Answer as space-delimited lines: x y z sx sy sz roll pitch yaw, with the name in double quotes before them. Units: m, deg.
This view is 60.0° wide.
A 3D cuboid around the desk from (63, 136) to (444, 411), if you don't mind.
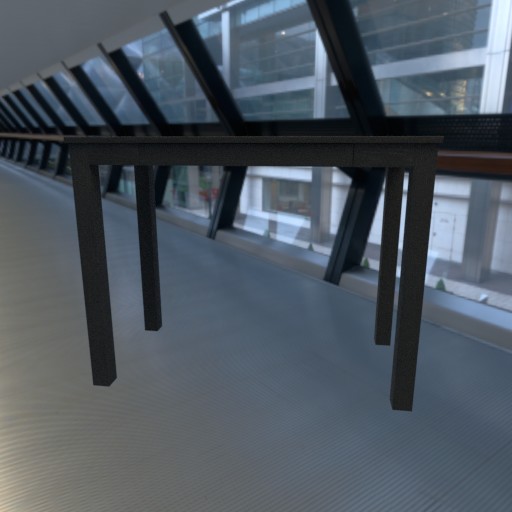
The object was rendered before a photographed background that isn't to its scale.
"desk" 0.000 0.000 1.475 0.991 0.762 0.499 2 15 8
